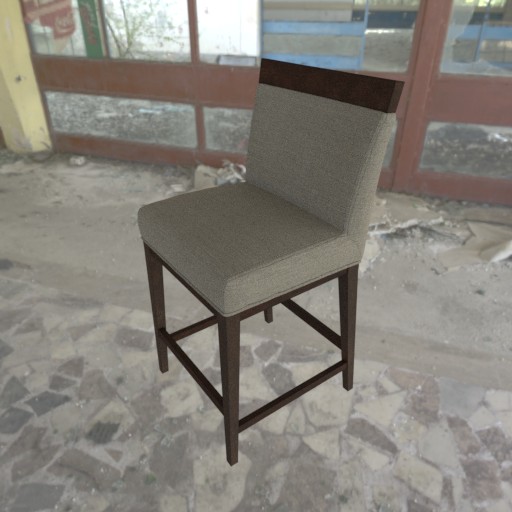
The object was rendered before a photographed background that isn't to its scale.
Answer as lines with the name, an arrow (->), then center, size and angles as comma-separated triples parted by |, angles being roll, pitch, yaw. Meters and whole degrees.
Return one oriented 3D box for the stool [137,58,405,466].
stool -> 0.000, 0.000, 1.318 | 0.531, 1.009, 0.512 | -20, 36, -30
